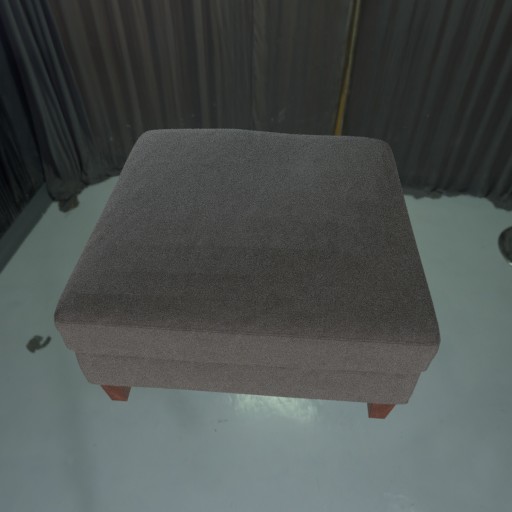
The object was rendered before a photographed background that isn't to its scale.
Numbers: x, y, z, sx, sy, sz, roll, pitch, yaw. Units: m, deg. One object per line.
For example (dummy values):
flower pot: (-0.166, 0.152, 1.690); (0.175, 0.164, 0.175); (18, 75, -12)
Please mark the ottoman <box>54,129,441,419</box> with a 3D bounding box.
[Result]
ottoman: (0.000, 0.000, 1.394); (0.881, 0.482, 0.861); (3, 45, 3)
